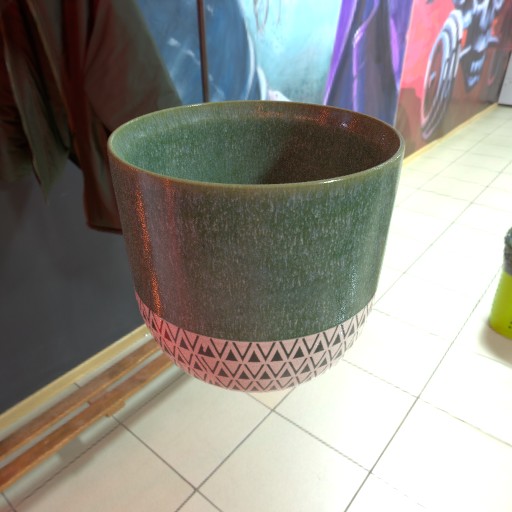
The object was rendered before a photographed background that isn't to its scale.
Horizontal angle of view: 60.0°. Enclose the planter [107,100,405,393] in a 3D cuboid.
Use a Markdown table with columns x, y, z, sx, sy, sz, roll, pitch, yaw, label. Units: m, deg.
| x | y | z | sx | sy | sz | roll | pitch | yaw | label |
| --- | --- | --- | --- | --- | --- | --- | --- | --- | --- |
| 0.000 | 0.000 | 0.479 | 0.266 | 0.270 | 0.266 | 0 | 31 | 0 | planter |
